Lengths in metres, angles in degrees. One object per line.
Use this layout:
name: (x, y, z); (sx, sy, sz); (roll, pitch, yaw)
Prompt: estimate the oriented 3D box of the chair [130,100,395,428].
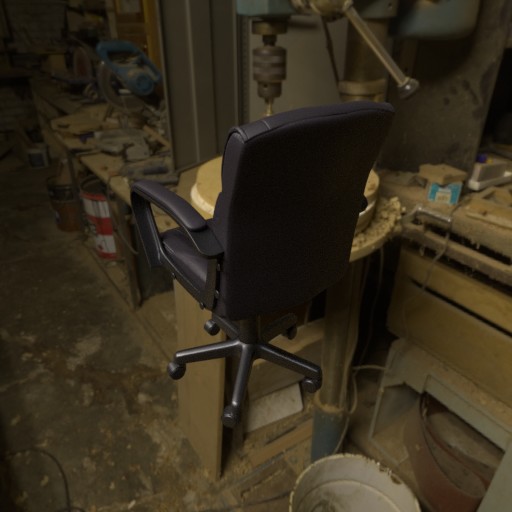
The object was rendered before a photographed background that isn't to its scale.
chair: (0.000, 0.000, 1.385); (0.576, 0.998, 0.641); (-18, 34, -29)
